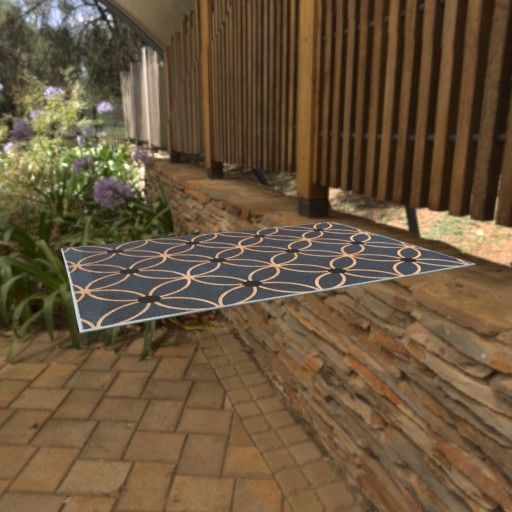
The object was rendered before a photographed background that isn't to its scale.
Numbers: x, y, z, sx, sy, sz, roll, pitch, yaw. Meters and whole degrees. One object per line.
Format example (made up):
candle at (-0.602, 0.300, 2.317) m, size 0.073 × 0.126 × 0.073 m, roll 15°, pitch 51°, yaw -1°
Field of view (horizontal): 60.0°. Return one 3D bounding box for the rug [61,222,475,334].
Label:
rug at (0.000, 0.000, 2.905) m, size 2.284 × 0.008 × 1.522 m, roll -7°, pitch 17°, yaw -25°
